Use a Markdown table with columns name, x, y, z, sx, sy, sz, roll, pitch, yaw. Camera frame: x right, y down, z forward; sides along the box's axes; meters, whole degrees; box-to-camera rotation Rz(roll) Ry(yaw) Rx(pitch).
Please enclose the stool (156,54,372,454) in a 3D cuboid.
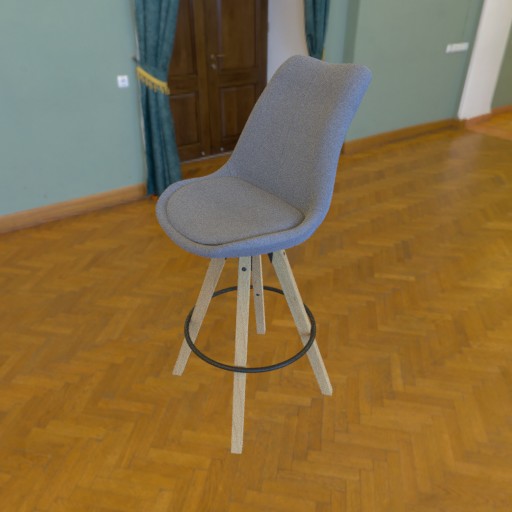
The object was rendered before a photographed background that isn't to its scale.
| name | x | y | z | sx | sy | sz | roll | pitch | yaw |
| --- | --- | --- | --- | --- | --- | --- | --- | --- | --- |
| stool | 0.000 | 0.000 | 1.408 | 0.550 | 1.115 | 0.485 | -21 | 37 | -30 |
